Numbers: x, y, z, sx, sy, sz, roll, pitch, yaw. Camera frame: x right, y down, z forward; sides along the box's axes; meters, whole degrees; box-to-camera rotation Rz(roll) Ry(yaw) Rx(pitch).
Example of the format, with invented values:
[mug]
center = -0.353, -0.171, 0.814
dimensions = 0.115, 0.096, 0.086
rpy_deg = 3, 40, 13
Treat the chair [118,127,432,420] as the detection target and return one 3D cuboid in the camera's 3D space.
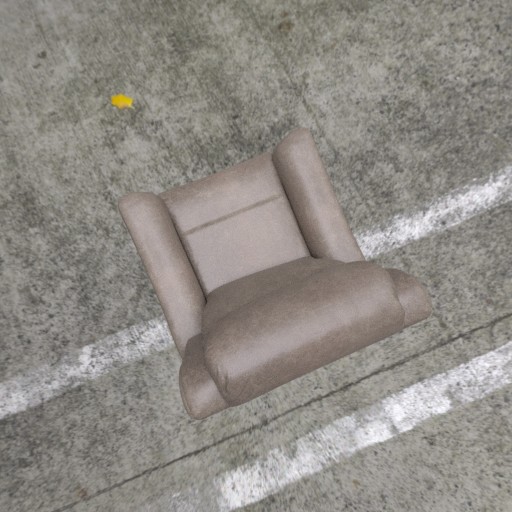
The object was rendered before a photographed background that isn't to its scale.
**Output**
[chair]
center = 0.000, 0.000, 1.960
dimensions = 0.967, 1.116, 1.068
rpy_deg = -22, 76, -6
